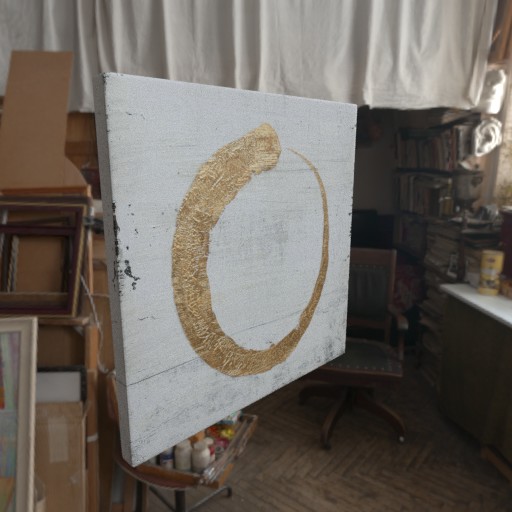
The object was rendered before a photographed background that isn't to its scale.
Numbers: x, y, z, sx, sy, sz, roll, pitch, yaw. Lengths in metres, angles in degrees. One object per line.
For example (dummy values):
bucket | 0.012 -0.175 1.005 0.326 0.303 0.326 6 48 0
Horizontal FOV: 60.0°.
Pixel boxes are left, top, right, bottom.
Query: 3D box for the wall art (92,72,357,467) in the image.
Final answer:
wall art | 0.000 0.000 0.879 0.610 0.611 0.040 -13 18 -43
